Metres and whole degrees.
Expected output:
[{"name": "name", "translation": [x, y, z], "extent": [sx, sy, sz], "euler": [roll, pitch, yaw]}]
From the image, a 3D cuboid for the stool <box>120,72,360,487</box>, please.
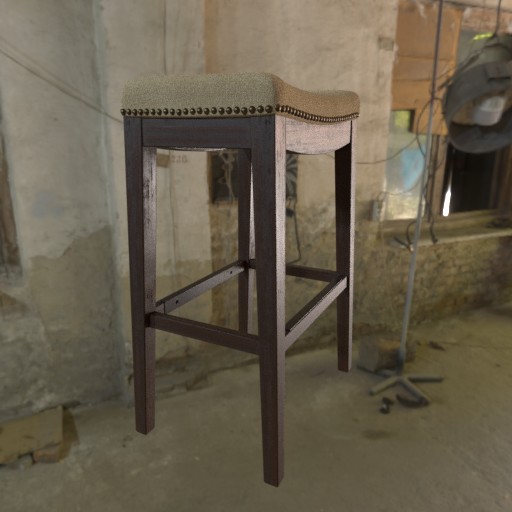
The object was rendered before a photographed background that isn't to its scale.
[{"name": "stool", "translation": [0.000, 0.000, 1.054], "extent": [0.363, 0.768, 0.509], "euler": [8, 18, 26]}]
